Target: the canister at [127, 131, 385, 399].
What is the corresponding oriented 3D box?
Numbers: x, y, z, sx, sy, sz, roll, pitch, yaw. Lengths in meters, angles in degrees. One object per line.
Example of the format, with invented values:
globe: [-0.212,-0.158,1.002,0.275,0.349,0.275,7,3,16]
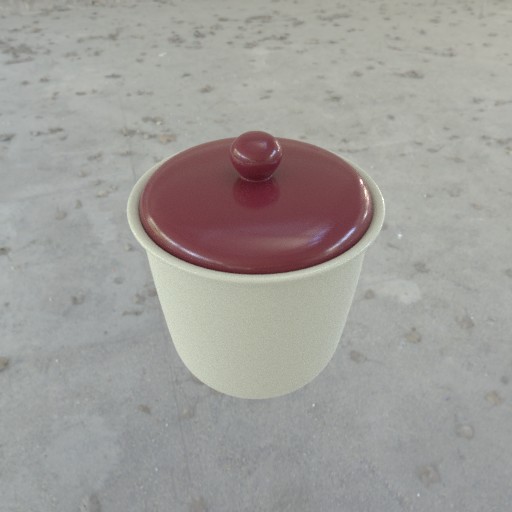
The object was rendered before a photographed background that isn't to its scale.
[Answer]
canister: [0.000,0.000,0.357,0.182,0.208,0.182,0,40,0]
